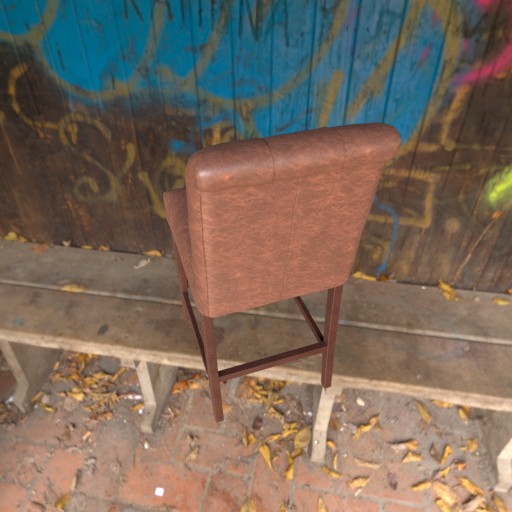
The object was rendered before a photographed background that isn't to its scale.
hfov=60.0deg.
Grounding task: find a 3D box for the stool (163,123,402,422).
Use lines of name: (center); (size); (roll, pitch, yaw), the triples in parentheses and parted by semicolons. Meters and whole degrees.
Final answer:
stool: (0.000, 0.000, 1.460); (0.486, 1.084, 0.660); (-12, 42, -14)
